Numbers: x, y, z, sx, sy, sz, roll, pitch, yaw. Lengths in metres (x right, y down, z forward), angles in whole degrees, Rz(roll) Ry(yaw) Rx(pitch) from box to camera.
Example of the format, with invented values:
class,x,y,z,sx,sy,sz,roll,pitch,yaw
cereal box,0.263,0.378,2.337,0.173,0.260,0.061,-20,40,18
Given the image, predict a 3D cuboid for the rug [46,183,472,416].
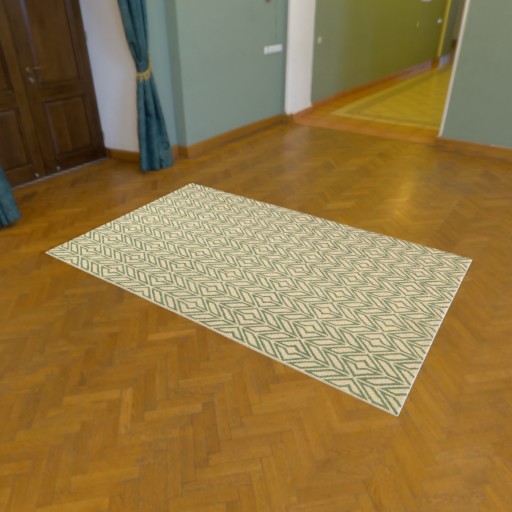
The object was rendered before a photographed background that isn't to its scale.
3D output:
class,x,y,z,sx,sy,sz,roll,pitch,yaw
rug,0.000,0.000,2.975,2.435,0.011,1.517,19,36,28
